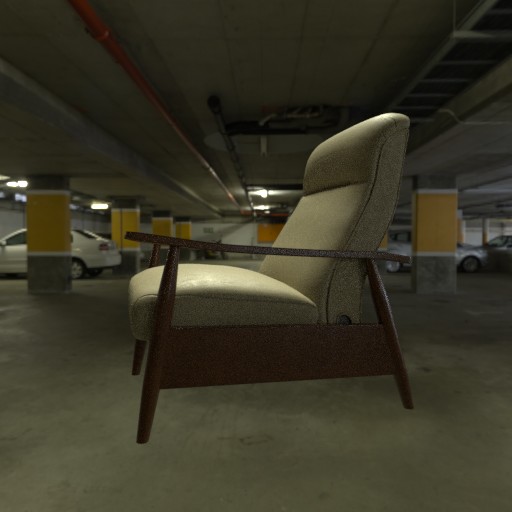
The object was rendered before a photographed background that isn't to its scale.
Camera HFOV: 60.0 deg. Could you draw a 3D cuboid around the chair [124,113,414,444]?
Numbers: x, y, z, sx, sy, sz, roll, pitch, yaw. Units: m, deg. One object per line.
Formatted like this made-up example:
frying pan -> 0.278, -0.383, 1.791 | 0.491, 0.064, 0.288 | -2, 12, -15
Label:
chair -> 0.000, 0.000, 1.782 | 1.014, 1.082, 0.762 | -1, 2, -17
